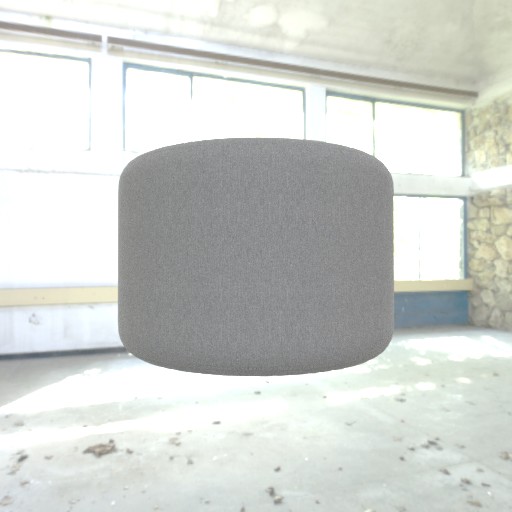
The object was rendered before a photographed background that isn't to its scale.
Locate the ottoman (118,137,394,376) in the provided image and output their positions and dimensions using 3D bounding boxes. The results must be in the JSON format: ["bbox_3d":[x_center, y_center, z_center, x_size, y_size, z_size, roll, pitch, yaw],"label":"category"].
[{"bbox_3d":[0.000,0.000,1.022,0.608,0.433,0.608,0,0,0],"label":"ottoman"}]
